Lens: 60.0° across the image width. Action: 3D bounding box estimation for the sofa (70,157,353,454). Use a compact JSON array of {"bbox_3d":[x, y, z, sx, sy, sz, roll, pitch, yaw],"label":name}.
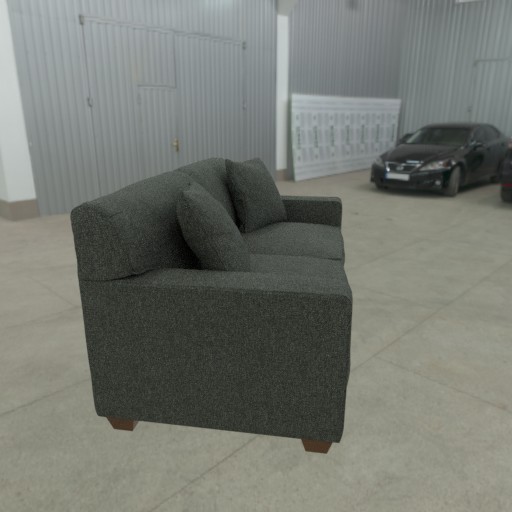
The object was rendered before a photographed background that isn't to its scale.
[{"bbox_3d":[0.000,0.000,2.388,0.998,0.958,1.846,3,18,9],"label":"sofa"}]
